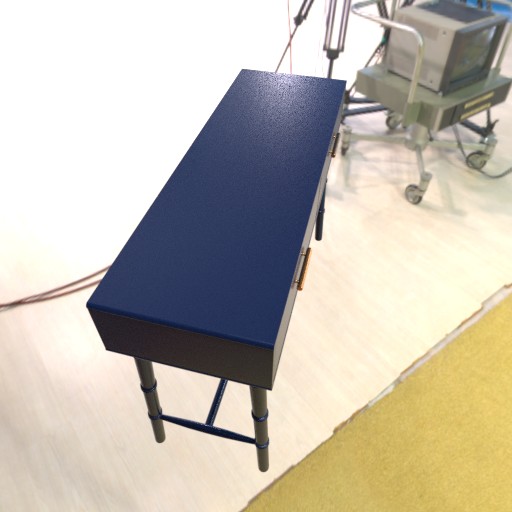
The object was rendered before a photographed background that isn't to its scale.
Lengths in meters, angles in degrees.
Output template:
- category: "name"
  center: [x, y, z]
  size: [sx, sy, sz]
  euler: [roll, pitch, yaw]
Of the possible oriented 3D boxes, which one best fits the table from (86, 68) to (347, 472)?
- category: "table"
  center: [0.000, 0.000, 1.476]
  size: [0.399, 0.749, 1.118]
  euler: [11, 47, 10]
